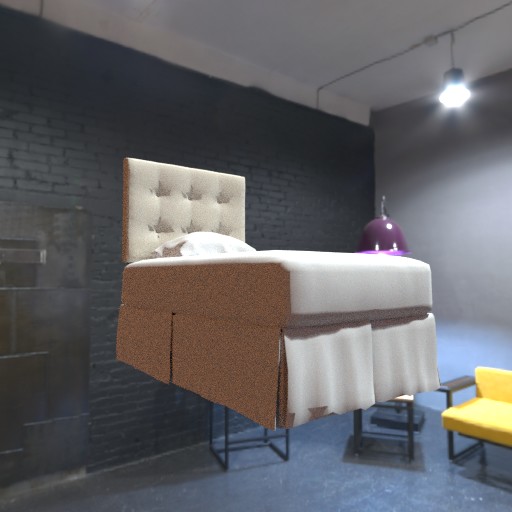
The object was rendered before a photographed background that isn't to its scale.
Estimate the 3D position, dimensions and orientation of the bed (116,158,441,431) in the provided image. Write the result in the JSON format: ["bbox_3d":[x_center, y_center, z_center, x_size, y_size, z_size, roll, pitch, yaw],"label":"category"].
[{"bbox_3d":[0.000,0.000,3.003,1.261,1.571,1.997,2,-3,-37],"label":"bed"}]
